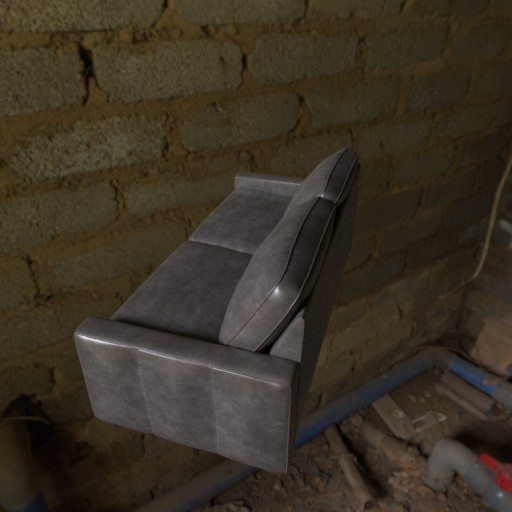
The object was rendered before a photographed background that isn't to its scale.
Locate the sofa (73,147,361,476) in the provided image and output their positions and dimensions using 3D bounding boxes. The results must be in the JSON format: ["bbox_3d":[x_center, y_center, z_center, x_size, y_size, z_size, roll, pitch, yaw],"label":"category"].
[{"bbox_3d":[0.000,0.000,2.587,0.939,0.916,2.081,9,32,15],"label":"sofa"}]
